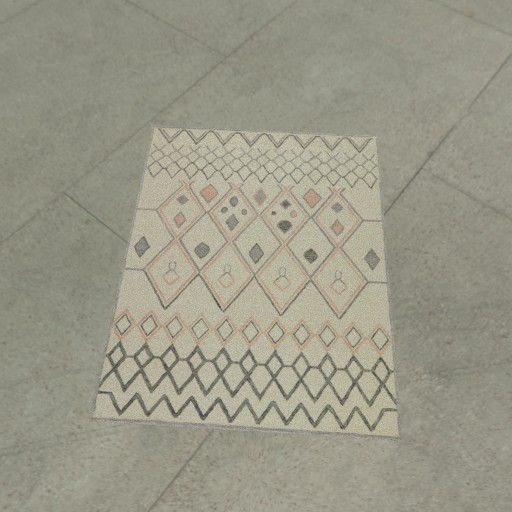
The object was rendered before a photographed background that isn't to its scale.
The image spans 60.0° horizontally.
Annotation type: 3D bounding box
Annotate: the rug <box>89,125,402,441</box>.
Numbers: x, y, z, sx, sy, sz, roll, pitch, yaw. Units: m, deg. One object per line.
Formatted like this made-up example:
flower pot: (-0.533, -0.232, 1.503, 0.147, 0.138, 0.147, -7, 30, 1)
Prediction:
rug: (0.000, 0.000, 4.128, 2.441, 0.016, 3.050, 3, 63, 2)
